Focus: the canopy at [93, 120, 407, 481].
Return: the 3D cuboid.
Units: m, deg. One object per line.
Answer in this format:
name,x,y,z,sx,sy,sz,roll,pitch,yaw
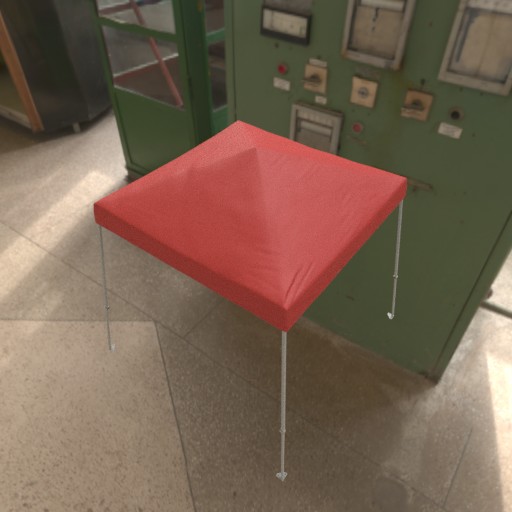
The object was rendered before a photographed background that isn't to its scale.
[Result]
canopy,0.000,0.000,6.614,3.599,3.600,3.600,27,49,26
